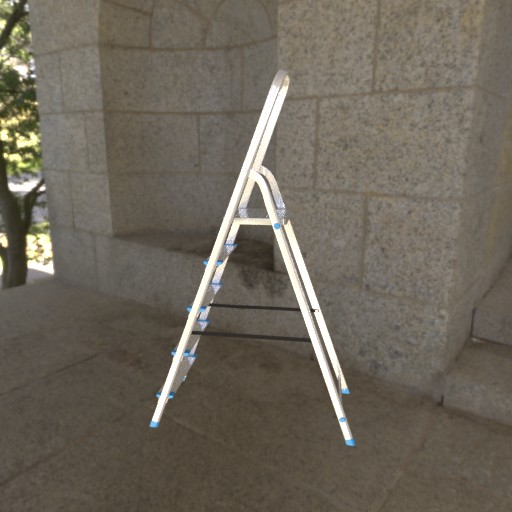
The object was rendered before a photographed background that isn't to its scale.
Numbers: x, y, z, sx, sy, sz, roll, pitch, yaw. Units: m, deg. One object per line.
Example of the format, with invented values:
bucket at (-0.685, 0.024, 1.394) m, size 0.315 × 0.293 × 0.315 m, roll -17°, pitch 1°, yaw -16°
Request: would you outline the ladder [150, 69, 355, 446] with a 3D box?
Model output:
ladder at (0.000, 0.000, 2.129) m, size 0.990 × 1.648 × 0.468 m, roll 2°, pitch 14°, yaw 8°
